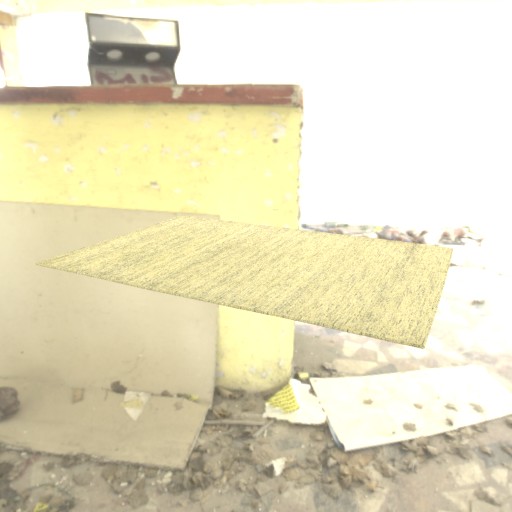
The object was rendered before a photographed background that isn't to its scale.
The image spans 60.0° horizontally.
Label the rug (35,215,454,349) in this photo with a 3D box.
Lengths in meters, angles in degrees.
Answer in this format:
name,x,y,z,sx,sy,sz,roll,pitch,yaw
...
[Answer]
name,x,y,z,sx,sy,sz,roll,pitch,yaw
rug,0.000,0.000,2.862,2.263,0.017,1.523,9,20,26
